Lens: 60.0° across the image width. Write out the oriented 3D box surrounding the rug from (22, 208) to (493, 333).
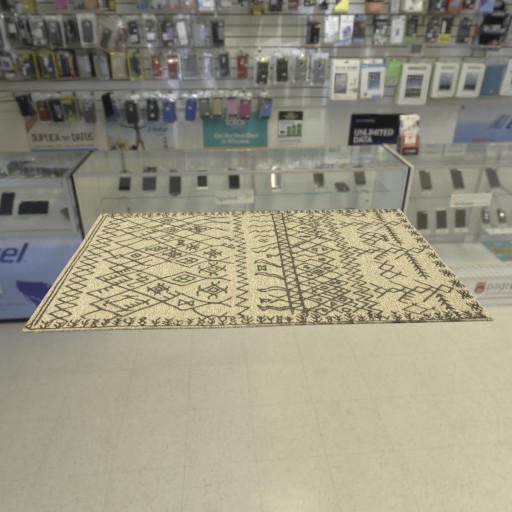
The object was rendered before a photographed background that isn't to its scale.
[{"bbox_3d":[0.000,0.000,2.958,2.444,0.012,1.530,-1,29,-2],"label":"rug"}]
